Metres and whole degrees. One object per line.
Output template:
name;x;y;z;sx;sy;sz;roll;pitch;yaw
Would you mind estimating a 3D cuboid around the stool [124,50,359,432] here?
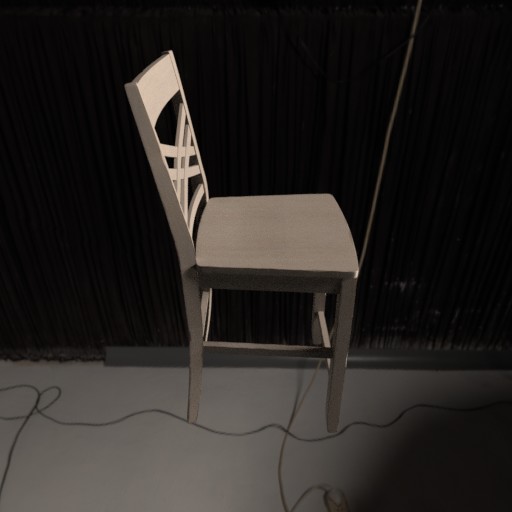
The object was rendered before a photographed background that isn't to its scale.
stool;0.000;0.000;1.339;0.539;1.079;0.462;0;32;0
